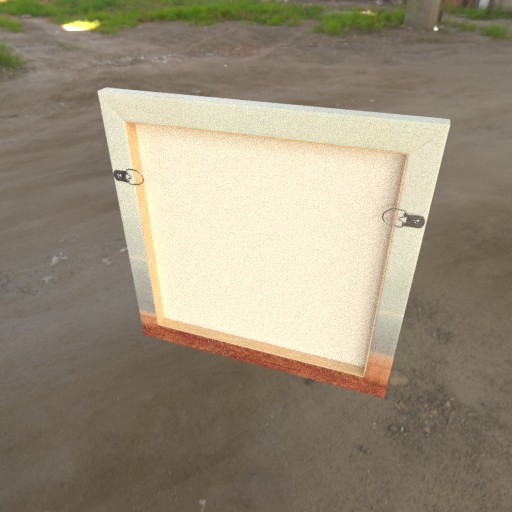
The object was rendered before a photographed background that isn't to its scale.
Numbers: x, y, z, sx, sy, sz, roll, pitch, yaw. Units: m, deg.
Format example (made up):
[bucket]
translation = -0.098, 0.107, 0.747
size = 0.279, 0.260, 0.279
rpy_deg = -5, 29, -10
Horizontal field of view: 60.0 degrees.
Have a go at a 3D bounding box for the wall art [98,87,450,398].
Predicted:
[wall art]
translation = 0.000, 0.000, 0.604
size = 0.405, 0.405, 0.023
rpy_deg = 11, 35, 16
